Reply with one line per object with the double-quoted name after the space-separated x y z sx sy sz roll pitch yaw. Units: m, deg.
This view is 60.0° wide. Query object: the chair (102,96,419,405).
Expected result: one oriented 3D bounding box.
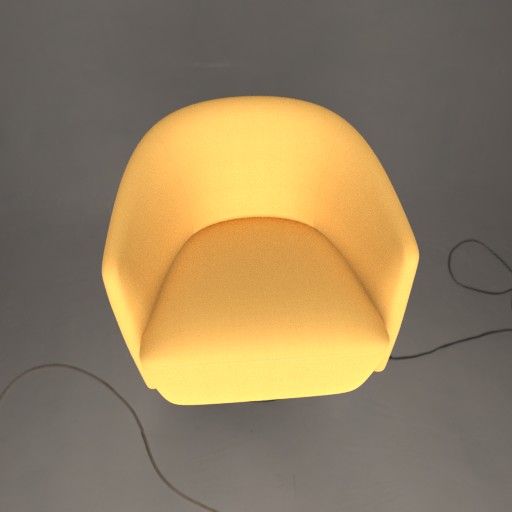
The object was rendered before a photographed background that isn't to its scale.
0.000 0.000 1.381 0.773 0.698 0.767 -3 47 -3 "chair"
